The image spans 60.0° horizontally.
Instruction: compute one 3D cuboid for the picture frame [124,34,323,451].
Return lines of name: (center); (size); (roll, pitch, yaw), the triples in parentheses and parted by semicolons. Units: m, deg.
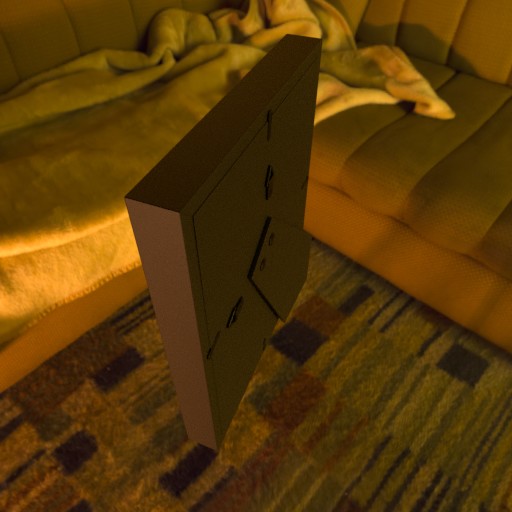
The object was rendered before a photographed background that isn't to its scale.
picture frame: (0.000, 0.000, 0.383); (0.042, 0.284, 0.232); (16, 48, 15)
